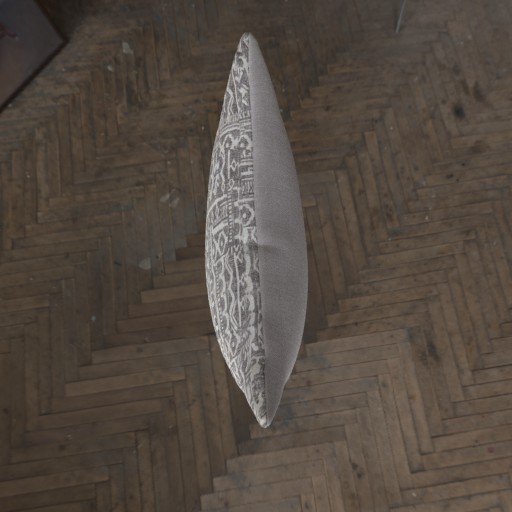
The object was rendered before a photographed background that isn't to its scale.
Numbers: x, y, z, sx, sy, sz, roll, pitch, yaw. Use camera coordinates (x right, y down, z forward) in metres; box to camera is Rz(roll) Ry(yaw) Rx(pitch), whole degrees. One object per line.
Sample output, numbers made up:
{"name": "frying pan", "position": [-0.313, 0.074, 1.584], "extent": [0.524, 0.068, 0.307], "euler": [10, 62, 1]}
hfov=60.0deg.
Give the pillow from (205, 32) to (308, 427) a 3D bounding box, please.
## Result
{"name": "pillow", "position": [0.000, 0.000, 0.797], "extent": [0.180, 0.487, 0.546], "euler": [-2, 75, -1]}
